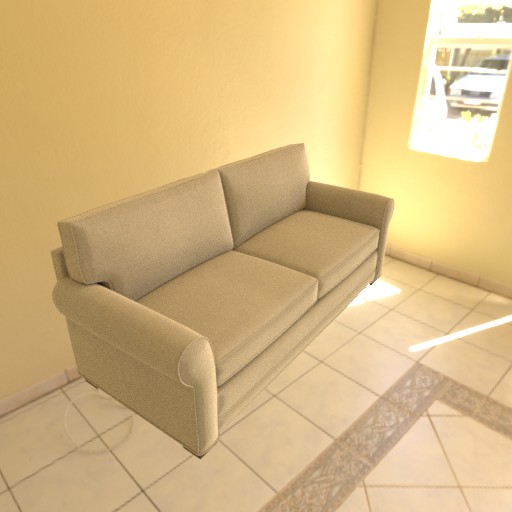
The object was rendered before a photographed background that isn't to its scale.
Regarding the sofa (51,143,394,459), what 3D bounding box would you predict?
[{"bbox_3d":[0.000,0.000,2.643,0.901,0.962,2.146,18,32,32],"label":"sofa"}]
